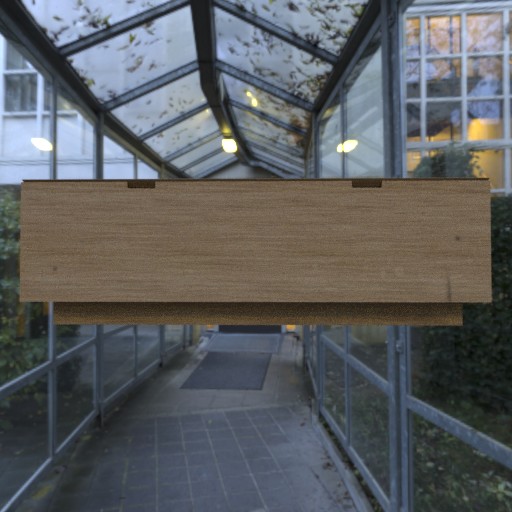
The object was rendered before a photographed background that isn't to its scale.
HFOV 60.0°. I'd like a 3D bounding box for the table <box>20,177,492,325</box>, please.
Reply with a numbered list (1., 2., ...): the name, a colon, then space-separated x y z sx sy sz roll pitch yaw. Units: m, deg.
1. table: 0.000 0.000 1.383 1.110 0.353 0.678 0 -1 1
